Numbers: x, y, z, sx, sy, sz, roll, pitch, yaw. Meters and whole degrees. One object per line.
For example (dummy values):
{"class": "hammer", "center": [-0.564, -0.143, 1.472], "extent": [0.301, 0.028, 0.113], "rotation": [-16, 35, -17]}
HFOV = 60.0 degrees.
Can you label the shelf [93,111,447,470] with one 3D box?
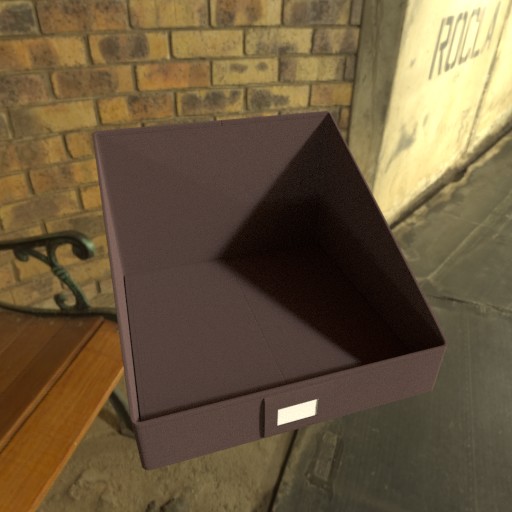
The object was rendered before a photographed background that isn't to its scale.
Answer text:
{"class": "shelf", "center": [0.000, 0.000, 0.472], "extent": [0.292, 0.210, 0.292], "rotation": [-10, 34, -15]}
